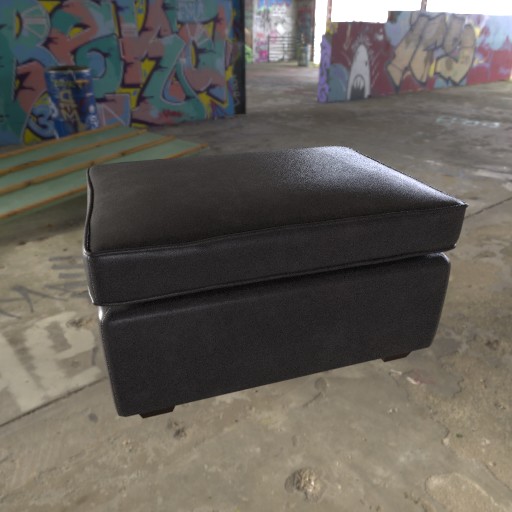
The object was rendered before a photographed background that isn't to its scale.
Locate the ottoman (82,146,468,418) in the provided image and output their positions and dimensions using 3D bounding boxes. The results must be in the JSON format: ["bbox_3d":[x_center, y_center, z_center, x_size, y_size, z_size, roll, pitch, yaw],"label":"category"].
[{"bbox_3d":[0.000,0.000,1.105,0.756,0.445,0.554,-8,28,-16],"label":"ottoman"}]
